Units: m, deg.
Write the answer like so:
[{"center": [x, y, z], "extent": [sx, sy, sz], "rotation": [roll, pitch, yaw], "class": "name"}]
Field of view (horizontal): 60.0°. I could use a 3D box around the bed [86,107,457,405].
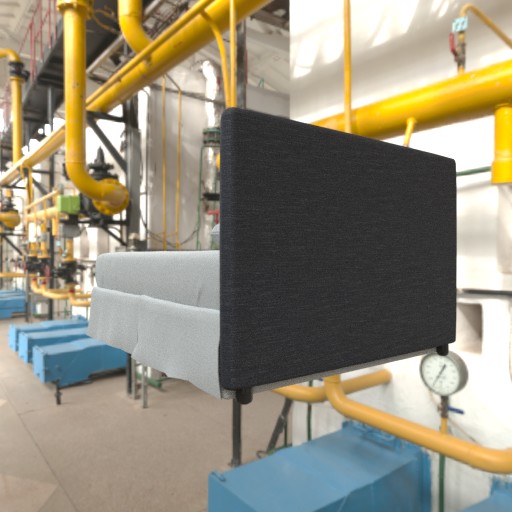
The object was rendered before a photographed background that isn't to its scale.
[{"center": [0.000, 0.000, 3.285], "extent": [1.884, 1.330, 2.142], "rotation": [0, 0, -36], "class": "bed"}]
